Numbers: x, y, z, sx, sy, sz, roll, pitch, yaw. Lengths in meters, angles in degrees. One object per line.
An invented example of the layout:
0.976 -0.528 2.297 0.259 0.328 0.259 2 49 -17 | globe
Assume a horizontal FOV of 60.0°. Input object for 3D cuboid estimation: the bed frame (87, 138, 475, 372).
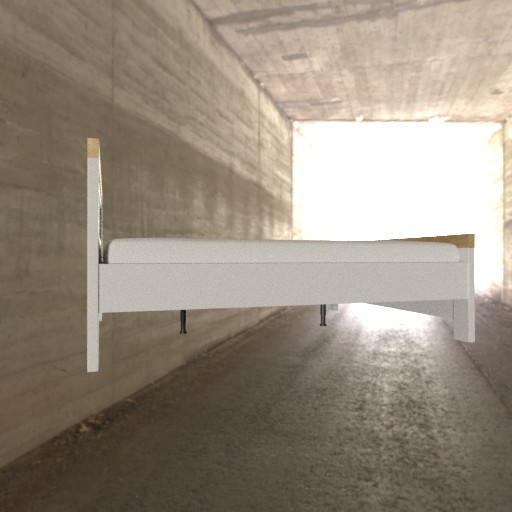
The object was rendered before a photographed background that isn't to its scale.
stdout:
0.000 0.000 2.966 2.050 0.980 1.670 0 0 -19 | bed frame
